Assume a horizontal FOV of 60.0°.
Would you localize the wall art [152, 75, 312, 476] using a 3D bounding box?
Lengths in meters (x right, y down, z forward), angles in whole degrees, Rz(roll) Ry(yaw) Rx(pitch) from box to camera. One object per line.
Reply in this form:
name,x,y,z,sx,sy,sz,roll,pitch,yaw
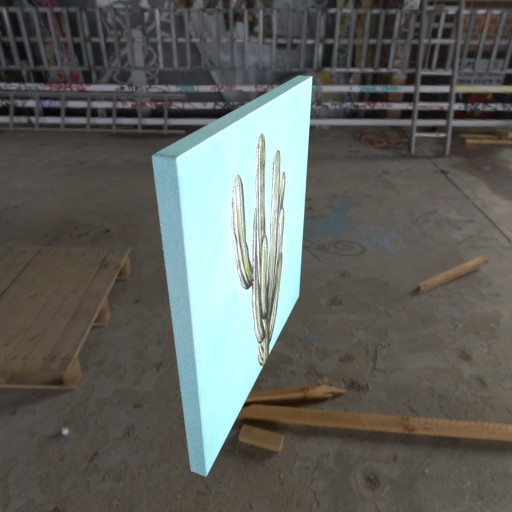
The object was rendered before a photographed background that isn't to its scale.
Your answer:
wall art,0.000,0.000,1.606,0.070,1.073,1.071,11,33,18
